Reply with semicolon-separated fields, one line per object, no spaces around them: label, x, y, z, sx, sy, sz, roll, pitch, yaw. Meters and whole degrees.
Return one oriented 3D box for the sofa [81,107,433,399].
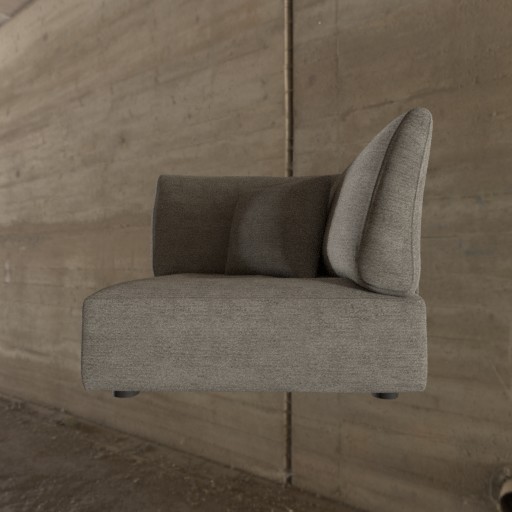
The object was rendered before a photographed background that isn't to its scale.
sofa;0.000;0.000;1.701;1.000;0.820;1.000;0;-1;1
